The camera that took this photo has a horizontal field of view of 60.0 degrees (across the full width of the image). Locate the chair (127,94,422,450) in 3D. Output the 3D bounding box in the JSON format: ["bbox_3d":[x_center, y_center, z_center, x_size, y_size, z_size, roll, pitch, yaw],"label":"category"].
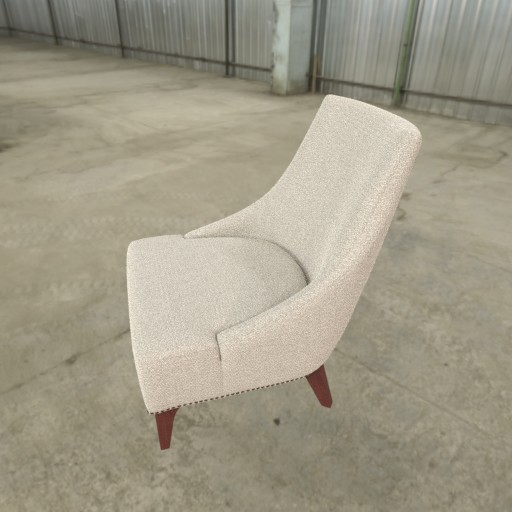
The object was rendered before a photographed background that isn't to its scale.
[{"bbox_3d":[0.000,0.000,1.484,0.861,0.909,0.701,-8,32,-14],"label":"chair"}]
